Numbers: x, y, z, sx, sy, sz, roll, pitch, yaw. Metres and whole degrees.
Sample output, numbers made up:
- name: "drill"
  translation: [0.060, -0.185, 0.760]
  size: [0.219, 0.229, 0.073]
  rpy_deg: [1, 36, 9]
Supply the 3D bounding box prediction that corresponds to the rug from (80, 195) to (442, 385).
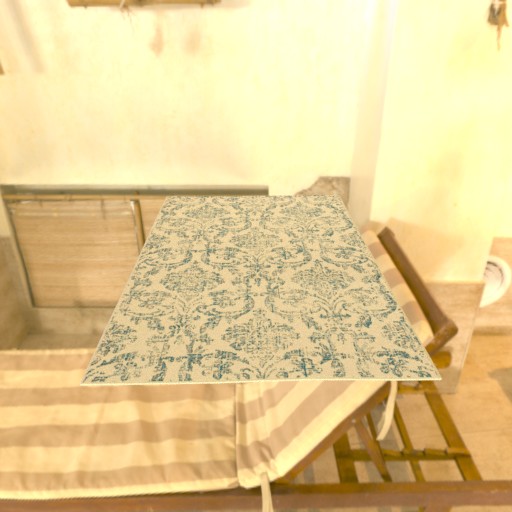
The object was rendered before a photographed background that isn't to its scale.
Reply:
- name: "rug"
  translation: [0.000, 0.000, 3.436]
  size: [1.819, 0.018, 2.746]
  rpy_deg: [-1, 27, -1]
